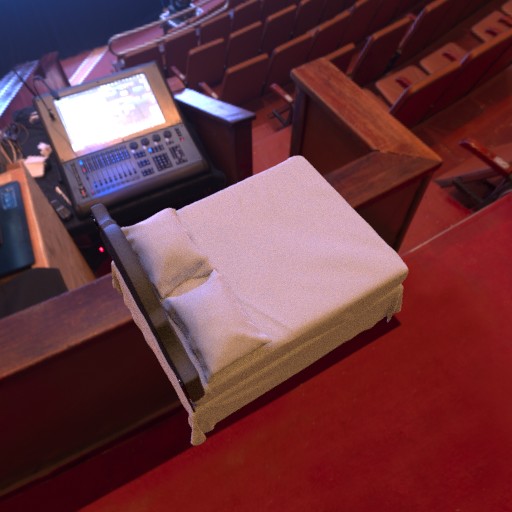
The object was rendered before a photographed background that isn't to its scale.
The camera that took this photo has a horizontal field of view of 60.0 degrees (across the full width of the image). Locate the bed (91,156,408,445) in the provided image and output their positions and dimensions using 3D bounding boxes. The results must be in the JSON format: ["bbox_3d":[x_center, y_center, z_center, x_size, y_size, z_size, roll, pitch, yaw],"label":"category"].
[{"bbox_3d":[0.000,0.000,3.592,2.222,1.634,1.780,-27,61,-17],"label":"bed"}]
